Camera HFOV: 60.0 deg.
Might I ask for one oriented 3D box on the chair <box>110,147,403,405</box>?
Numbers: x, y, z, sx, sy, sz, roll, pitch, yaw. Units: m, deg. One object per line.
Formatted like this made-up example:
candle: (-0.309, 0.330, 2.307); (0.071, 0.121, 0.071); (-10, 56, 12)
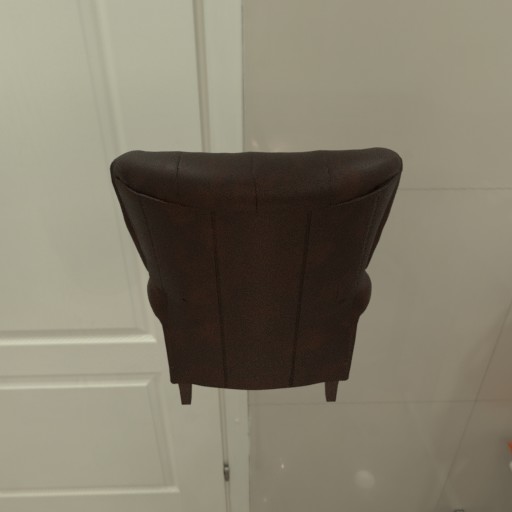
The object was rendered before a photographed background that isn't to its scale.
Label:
chair: (0.000, 0.000, 1.925); (0.948, 1.158, 1.058); (-1, 31, -1)
